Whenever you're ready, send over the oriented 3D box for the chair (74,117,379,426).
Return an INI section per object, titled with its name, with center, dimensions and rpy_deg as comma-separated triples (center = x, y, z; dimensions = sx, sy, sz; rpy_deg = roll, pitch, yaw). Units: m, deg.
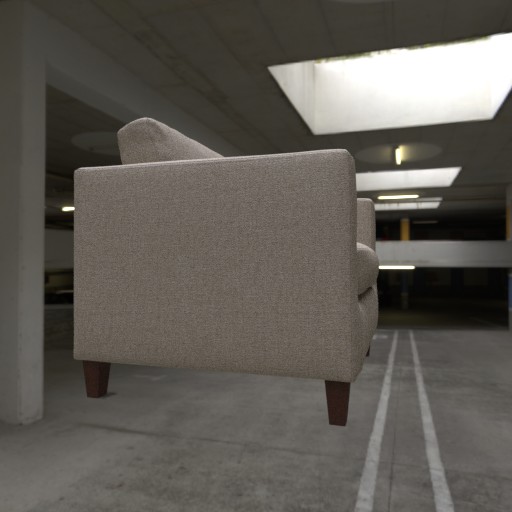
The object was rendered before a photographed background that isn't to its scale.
[chair]
center = 0.000, 0.000, 1.833
dimensions = 0.959, 0.961, 1.107
rpy_deg = 0, -1, 18
